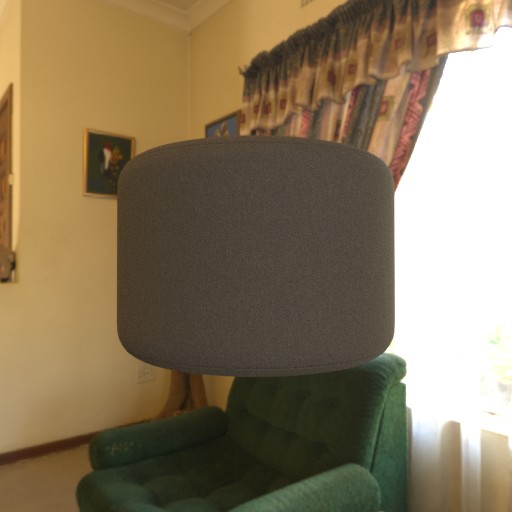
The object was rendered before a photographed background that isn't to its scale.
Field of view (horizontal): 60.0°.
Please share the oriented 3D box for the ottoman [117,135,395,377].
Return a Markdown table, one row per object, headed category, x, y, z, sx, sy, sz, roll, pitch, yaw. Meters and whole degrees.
| category | x | y | z | sx | sy | sz | roll | pitch | yaw |
| --- | --- | --- | --- | --- | --- | --- | --- | --- | --- |
| ottoman | 0.000 | 0.000 | 1.016 | 0.608 | 0.433 | 0.608 | 0 | -1 | 0 |
